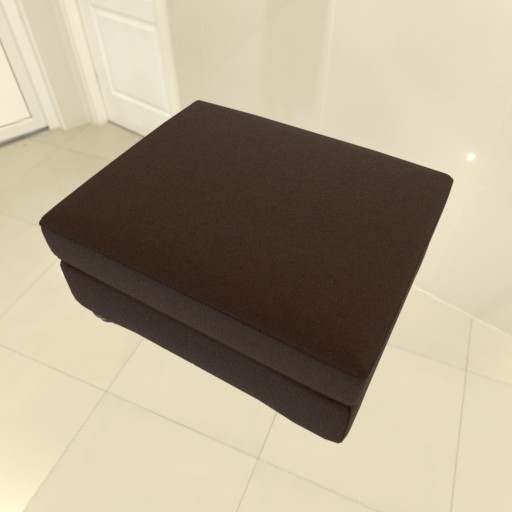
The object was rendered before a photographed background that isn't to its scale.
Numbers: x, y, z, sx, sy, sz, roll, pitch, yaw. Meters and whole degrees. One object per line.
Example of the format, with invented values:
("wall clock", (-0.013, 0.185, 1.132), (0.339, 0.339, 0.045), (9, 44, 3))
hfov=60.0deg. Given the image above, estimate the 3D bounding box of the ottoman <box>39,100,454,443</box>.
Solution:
("ottoman", (0.000, 0.000, 1.797), (1.187, 0.730, 0.967), (23, 51, 20))
